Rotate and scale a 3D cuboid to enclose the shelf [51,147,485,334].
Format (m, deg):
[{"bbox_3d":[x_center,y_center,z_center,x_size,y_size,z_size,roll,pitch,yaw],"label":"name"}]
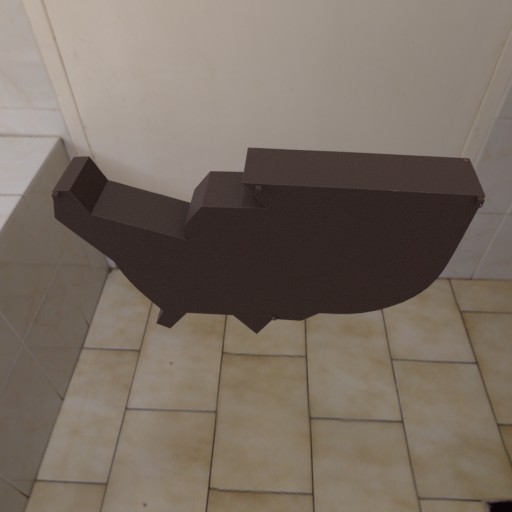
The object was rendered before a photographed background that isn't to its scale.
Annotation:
[{"bbox_3d":[0.000,0.000,0.905,0.729,0.439,0.112,3,47,3],"label":"shelf"}]
